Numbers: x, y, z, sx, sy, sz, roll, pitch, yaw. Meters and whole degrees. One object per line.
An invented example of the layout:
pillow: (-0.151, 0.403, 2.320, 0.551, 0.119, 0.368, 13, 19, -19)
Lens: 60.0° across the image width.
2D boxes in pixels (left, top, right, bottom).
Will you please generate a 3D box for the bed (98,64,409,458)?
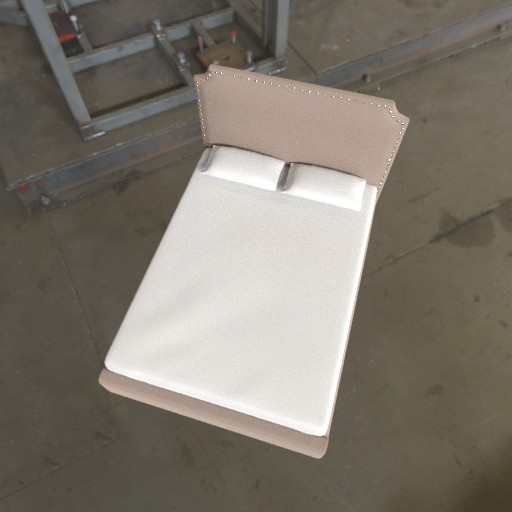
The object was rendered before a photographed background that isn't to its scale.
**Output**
bed: (0.000, 0.000, 3.402, 1.713, 1.443, 2.372, 15, 61, 8)
